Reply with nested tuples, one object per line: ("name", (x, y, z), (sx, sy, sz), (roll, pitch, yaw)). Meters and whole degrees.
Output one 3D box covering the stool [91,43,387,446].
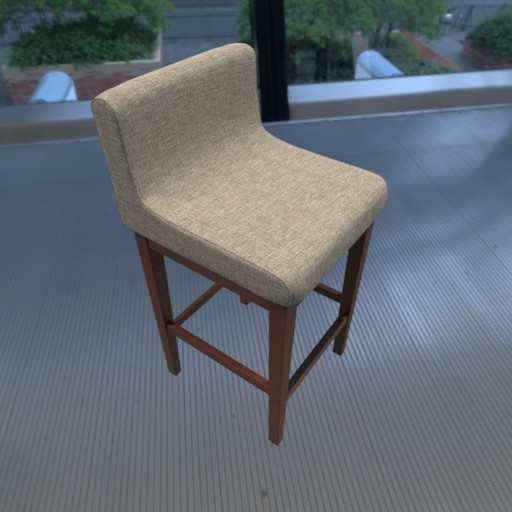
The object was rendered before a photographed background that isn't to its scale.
("stool", (0.000, 0.000, 1.079), (0.459, 0.835, 0.417), (25, 47, 26))
